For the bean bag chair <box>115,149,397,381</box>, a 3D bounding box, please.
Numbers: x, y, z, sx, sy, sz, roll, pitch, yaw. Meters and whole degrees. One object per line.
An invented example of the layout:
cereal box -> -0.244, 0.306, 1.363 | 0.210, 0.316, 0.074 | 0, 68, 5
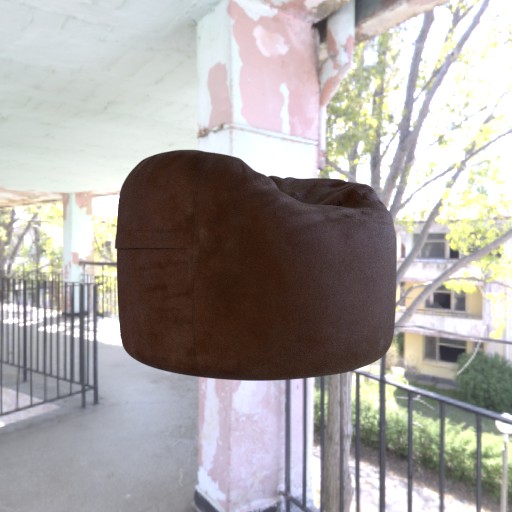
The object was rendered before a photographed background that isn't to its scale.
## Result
bean bag chair -> 0.000, 0.000, 1.510 | 0.918, 0.616, 0.918 | 0, 1, 0
